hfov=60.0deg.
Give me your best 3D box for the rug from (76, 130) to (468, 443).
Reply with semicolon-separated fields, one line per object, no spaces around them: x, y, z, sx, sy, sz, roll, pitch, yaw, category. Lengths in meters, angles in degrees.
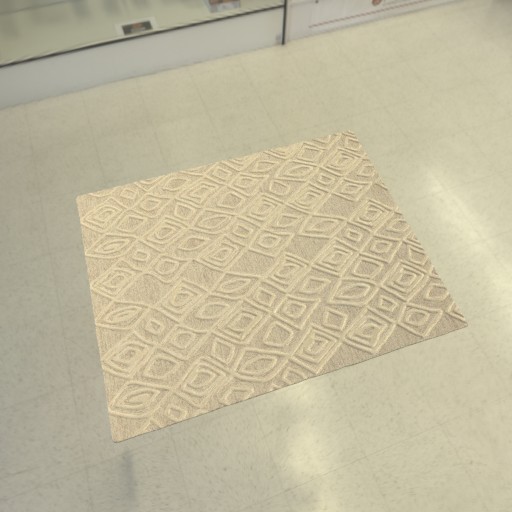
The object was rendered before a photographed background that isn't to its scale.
0.000;0.000;4.138;3.049;0.025;2.449;-16;61;-9;rug
